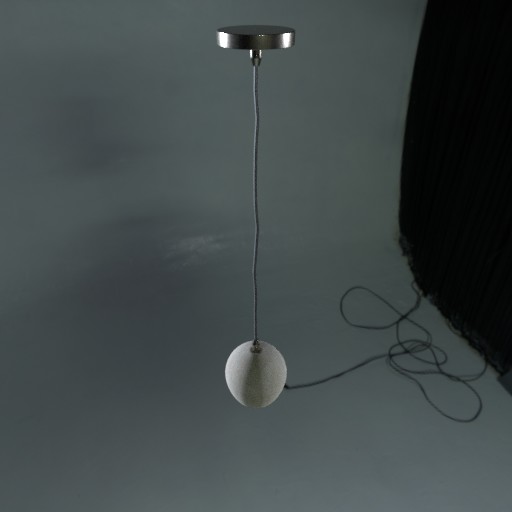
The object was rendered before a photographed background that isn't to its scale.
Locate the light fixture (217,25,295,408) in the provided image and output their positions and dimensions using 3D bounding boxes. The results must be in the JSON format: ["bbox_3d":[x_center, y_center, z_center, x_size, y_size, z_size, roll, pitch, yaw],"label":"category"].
[{"bbox_3d":[0.000,0.000,0.834,0.139,0.764,0.139,-12,35,-17],"label":"light fixture"}]
